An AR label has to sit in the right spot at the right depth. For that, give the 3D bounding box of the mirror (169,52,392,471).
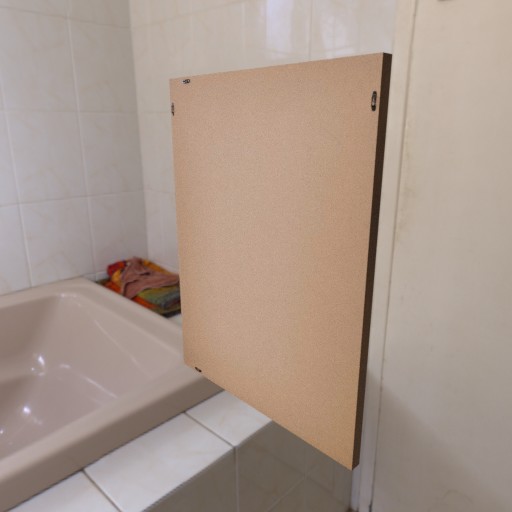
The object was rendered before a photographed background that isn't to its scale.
[{"bbox_3d":[0.000,0.000,1.300,0.040,1.016,0.762,-15,23,-42],"label":"mirror"}]
